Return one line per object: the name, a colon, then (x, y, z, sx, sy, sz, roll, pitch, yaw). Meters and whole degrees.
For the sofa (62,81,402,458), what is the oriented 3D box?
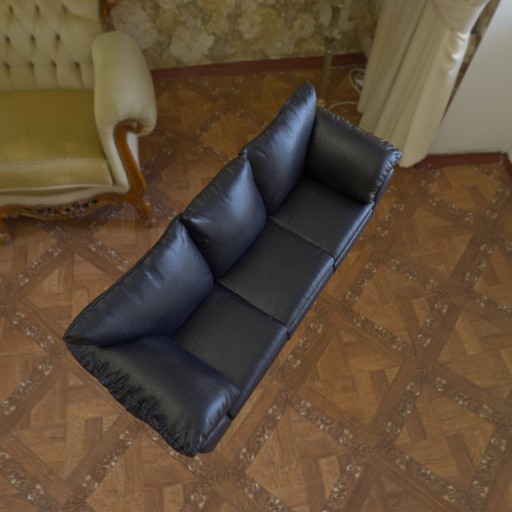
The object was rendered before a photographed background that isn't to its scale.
sofa: (0.000, 0.000, 2.797, 0.880, 1.073, 2.336, 30, 63, 17)
